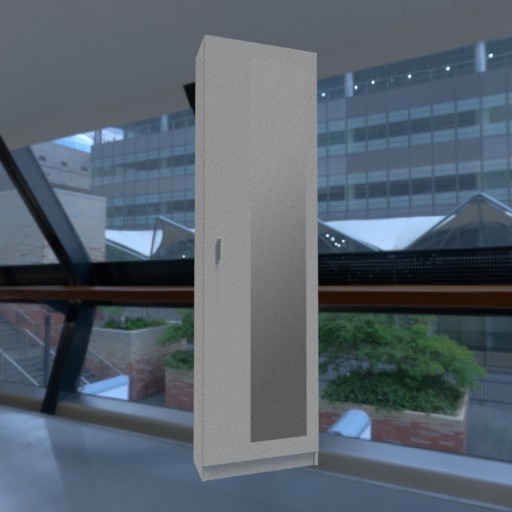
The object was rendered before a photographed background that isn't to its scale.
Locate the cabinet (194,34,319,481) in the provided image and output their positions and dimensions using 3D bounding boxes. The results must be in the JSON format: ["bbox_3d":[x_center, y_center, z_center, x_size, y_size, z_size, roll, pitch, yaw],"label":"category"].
[{"bbox_3d":[0.000,0.000,1.939,0.500,1.790,0.230,1,-2,-18],"label":"cabinet"}]
